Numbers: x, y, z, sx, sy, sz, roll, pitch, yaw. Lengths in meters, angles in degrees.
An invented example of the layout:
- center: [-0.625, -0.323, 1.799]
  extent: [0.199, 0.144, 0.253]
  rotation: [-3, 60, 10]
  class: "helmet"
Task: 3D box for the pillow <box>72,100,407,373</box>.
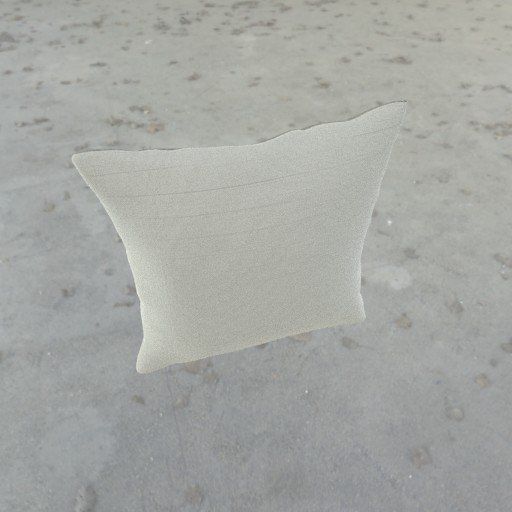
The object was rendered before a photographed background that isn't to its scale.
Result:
- center: [0.000, 0.000, 0.737]
  extent: [0.470, 0.464, 0.175]
  rotation: [-12, 43, -13]
  class: "pillow"
